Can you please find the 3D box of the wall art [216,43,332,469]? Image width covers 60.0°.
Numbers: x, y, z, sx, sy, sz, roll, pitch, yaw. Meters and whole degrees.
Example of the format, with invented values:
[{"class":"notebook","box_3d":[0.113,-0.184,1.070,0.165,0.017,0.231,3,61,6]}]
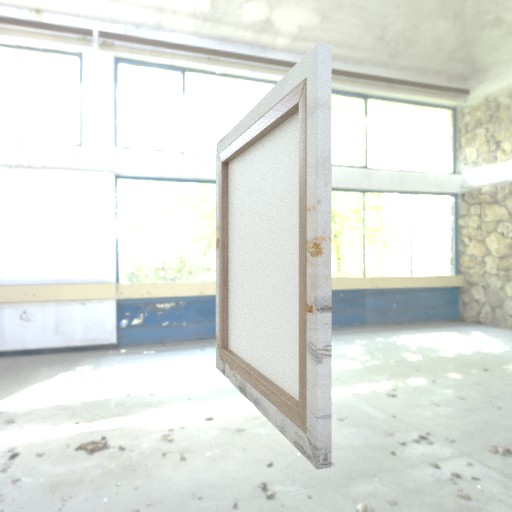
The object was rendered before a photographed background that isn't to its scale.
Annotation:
[{"class":"wall art","box_3d":[0.000,0.000,1.542,0.040,1.018,1.015,0,0,-19]}]
